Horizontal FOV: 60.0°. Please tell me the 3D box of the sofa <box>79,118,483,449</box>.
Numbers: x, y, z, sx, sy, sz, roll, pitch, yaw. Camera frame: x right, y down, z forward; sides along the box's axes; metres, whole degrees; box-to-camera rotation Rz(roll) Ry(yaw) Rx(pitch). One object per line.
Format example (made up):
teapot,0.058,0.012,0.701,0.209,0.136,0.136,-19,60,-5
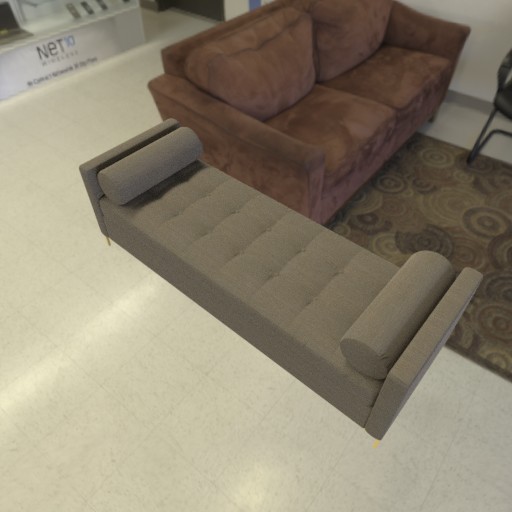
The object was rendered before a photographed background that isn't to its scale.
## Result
sofa,0.000,0.000,2.360,1.981,0.635,0.686,32,55,26
